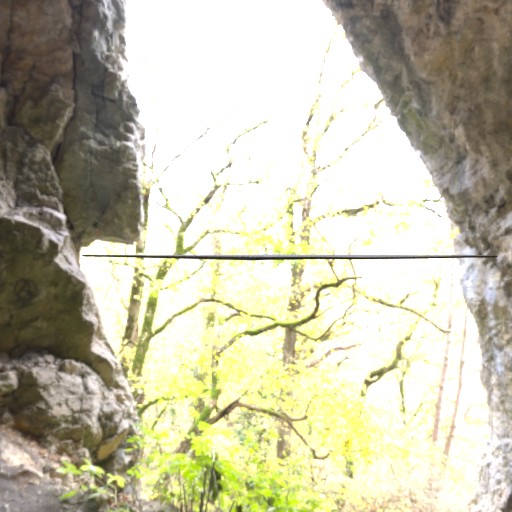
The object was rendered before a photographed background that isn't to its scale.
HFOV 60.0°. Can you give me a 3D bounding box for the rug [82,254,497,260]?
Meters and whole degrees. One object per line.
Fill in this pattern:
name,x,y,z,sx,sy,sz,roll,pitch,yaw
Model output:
rug,0.000,0.000,2.859,1.606,0.017,2.270,0,0,-35
